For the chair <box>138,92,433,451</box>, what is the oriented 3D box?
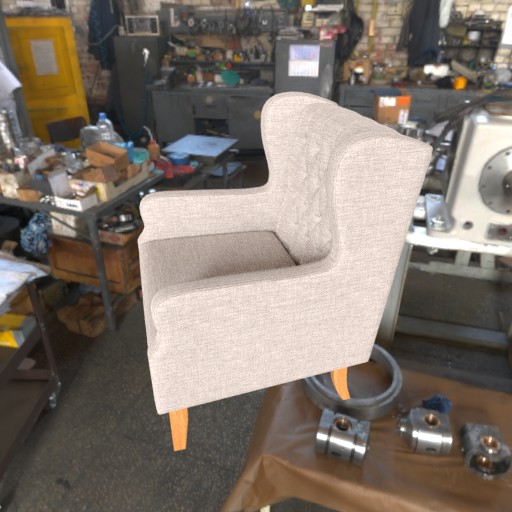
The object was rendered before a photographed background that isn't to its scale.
[{"bbox_3d":[0.000,0.000,1.481,0.760,0.930,0.710,-8,30,-13],"label":"chair"}]
